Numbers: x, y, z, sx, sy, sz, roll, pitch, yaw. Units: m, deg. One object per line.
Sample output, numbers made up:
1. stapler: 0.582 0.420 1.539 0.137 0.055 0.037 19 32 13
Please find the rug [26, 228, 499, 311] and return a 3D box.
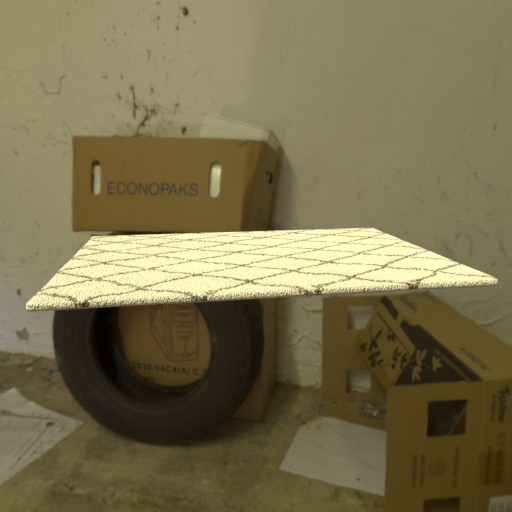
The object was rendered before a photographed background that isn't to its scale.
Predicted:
1. rug: 0.000 0.000 2.210 1.778 0.030 1.219 -2 14 -9
